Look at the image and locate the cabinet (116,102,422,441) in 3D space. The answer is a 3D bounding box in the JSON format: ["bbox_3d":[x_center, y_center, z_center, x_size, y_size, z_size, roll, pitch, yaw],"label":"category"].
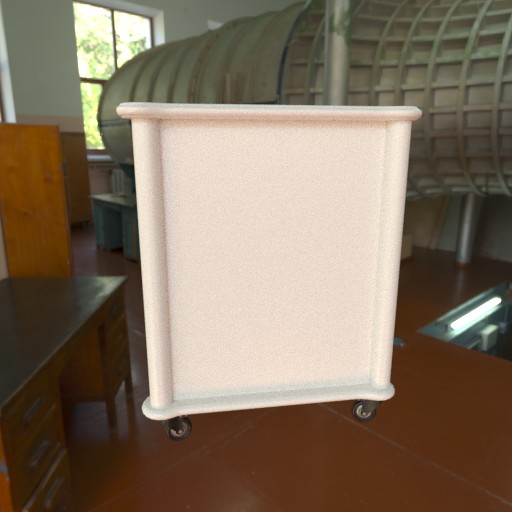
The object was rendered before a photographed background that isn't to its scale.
[{"bbox_3d":[0.000,0.000,1.244,0.627,0.761,0.628,-2,14,-9],"label":"cabinet"}]
